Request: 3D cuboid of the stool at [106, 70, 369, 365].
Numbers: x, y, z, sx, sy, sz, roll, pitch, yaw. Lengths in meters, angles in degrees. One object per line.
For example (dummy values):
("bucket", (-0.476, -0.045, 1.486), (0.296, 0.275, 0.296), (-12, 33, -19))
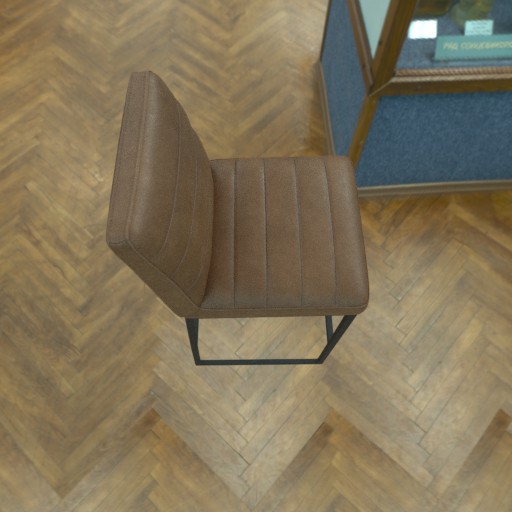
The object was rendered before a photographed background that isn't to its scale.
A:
("stool", (0.000, 0.000, 1.328), (0.556, 1.040, 0.458), (-1, 65, 0))
